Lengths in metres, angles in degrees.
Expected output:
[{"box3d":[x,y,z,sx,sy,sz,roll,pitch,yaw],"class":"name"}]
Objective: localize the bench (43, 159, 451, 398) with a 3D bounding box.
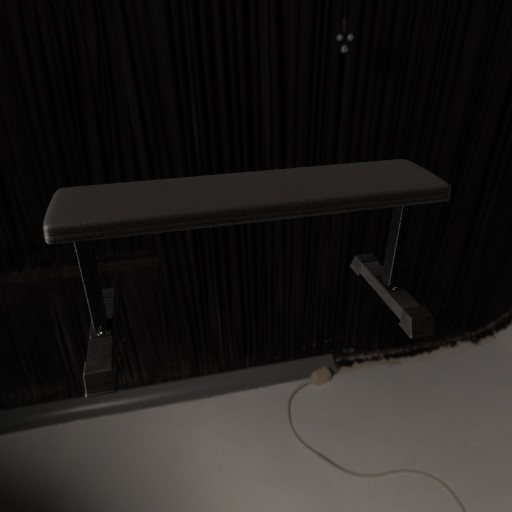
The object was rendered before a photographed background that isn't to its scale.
[{"box3d":[0.000,0.000,1.317,1.072,0.453,0.439,-7,31,-12],"class":"bench"}]
